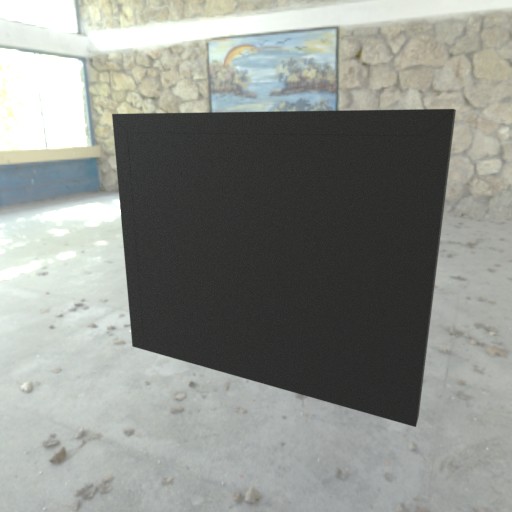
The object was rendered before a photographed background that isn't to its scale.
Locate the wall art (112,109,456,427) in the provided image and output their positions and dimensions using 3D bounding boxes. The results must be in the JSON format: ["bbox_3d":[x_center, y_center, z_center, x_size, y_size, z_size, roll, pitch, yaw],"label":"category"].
[{"bbox_3d":[0.000,0.000,0.739,0.558,0.457,0.029,8,18,26],"label":"wall art"}]
